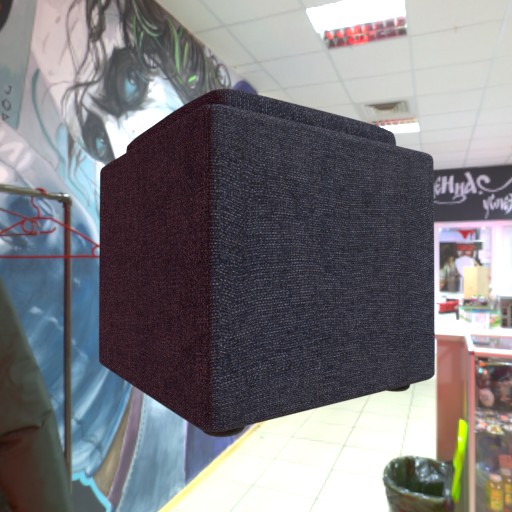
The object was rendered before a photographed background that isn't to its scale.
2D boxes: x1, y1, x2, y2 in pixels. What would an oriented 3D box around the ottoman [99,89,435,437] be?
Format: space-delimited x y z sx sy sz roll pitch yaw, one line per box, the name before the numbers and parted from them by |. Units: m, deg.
ottoman | 0.000 0.000 0.815 0.450 0.460 0.450 1 -1 -35
